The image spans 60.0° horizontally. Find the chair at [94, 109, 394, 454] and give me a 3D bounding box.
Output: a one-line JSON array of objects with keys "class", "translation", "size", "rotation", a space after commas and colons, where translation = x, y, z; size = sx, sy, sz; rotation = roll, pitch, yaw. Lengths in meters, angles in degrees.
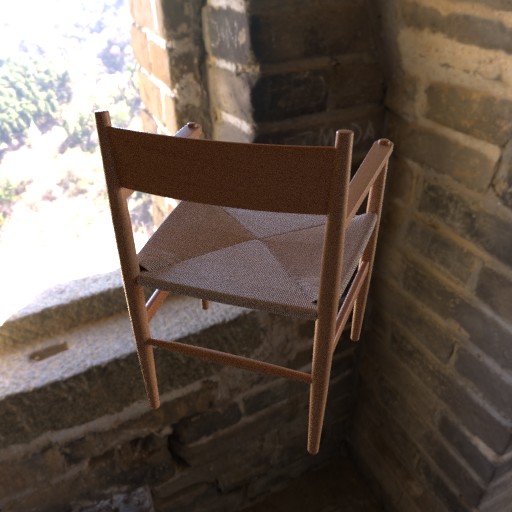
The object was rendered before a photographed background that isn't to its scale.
[{"class": "chair", "translation": [0.000, 0.000, 1.091], "size": [0.556, 0.762, 0.495], "rotation": [10, 32, 15]}]
